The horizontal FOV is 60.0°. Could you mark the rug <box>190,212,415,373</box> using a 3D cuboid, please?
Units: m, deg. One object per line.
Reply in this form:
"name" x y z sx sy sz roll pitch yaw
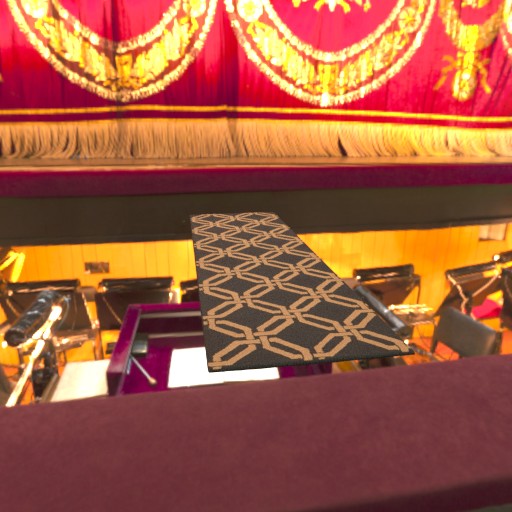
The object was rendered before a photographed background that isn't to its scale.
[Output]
"rug" 0.000 0.000 2.468 0.678 0.014 2.276 -3 18 -9
